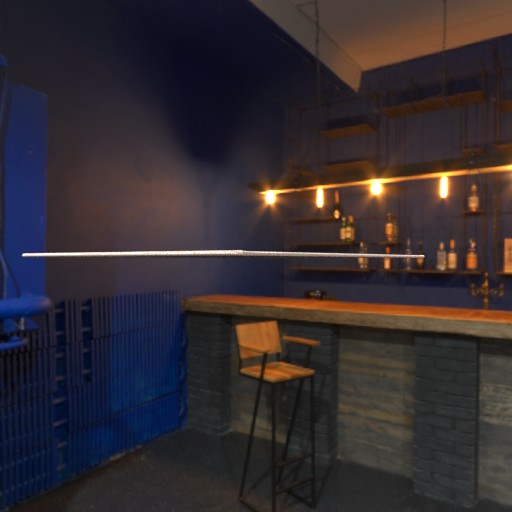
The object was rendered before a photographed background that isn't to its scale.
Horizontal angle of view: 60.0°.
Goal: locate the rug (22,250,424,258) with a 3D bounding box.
[{"bbox_3d":[0.000,0.000,2.326,1.225,0.015,1.840,0,-1,36],"label":"rug"}]
